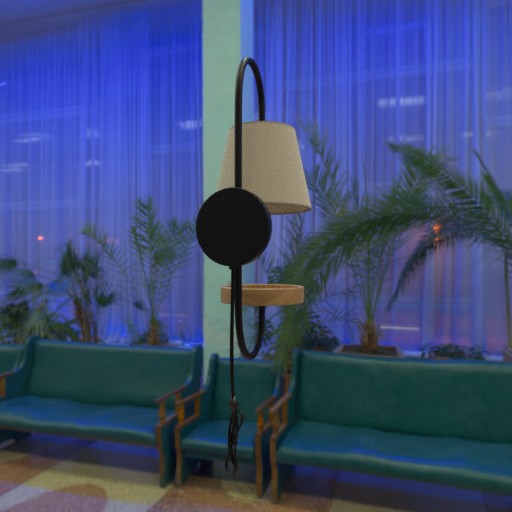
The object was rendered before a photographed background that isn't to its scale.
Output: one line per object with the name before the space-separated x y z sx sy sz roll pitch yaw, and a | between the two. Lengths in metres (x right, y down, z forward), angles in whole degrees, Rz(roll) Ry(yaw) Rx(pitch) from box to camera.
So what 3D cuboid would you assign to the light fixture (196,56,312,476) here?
light fixture | 0.000 0.000 0.949 0.220 0.821 0.299 0 0 20
